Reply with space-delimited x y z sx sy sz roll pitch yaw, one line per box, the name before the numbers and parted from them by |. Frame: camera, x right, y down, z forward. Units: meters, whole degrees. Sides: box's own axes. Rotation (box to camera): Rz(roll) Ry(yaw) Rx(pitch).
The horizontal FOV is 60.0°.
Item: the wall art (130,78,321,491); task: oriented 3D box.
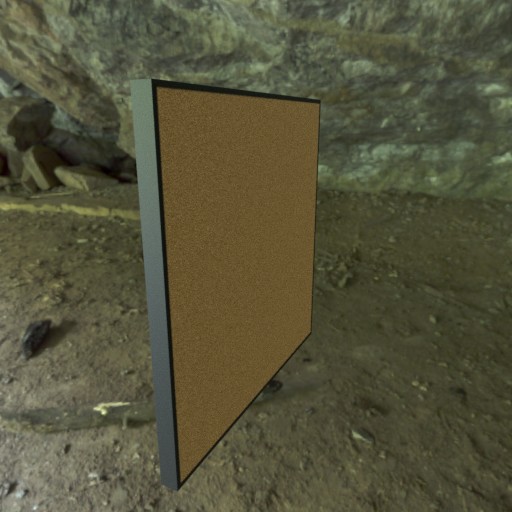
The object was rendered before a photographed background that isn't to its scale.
wall art | 0.000 0.000 0.738 0.028 0.511 0.513 8 19 26
